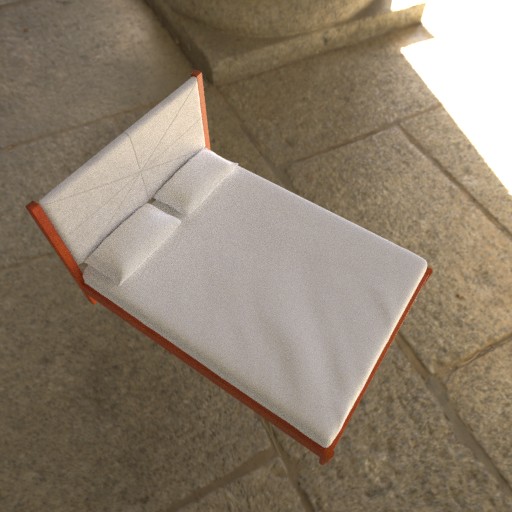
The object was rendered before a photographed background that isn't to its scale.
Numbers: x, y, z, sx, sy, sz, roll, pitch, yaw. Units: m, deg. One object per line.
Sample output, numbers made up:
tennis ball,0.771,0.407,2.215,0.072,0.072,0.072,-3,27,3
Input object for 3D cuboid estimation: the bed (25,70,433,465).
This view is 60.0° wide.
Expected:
bed,0.000,0.000,3.024,2.117,1.165,1.566,30,61,18
